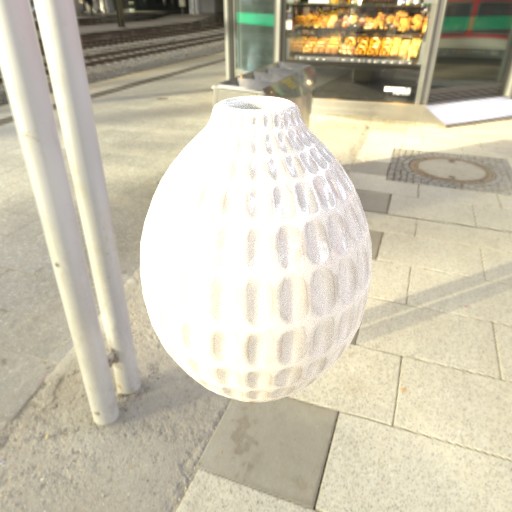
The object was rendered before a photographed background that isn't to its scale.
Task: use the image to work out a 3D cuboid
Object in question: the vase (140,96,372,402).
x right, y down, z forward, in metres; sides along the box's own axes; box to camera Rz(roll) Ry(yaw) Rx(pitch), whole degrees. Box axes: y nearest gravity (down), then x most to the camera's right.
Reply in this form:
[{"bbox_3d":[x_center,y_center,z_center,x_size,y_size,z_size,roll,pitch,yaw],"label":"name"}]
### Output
[{"bbox_3d":[0.000,0.000,0.250,0.128,0.167,0.128,0,30,0],"label":"vase"}]
